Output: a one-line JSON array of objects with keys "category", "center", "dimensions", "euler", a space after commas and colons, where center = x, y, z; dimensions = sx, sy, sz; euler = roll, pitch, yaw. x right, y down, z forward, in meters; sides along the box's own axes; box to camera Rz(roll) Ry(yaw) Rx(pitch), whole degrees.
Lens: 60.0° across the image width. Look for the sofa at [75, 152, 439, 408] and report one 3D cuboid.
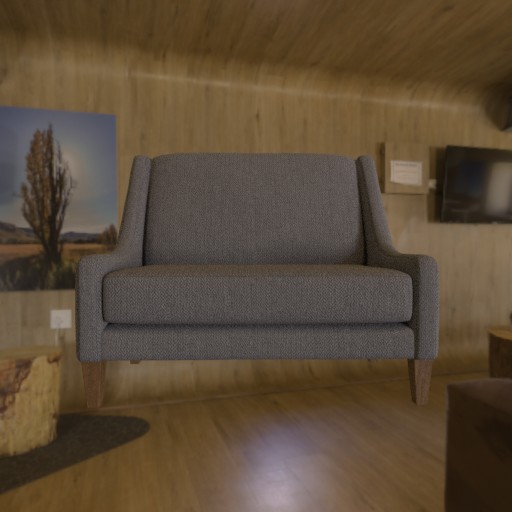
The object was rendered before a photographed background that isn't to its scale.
[{"category": "sofa", "center": [0.000, 0.000, 1.891], "dimensions": [1.242, 1.022, 0.873], "euler": [0, 1, -1]}]
